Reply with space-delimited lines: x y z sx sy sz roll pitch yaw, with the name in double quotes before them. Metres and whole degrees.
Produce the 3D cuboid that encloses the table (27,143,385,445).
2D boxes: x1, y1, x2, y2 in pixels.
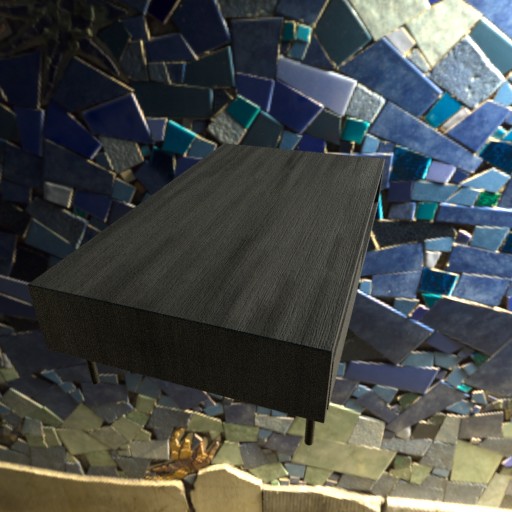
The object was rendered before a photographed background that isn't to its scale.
"table" 0.000 0.000 1.367 0.643 0.347 1.088 10 32 16
